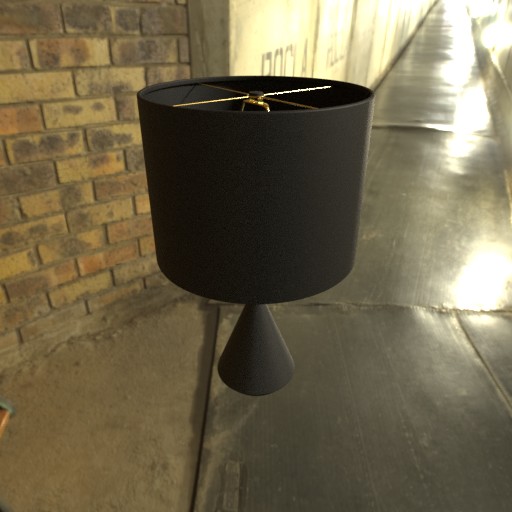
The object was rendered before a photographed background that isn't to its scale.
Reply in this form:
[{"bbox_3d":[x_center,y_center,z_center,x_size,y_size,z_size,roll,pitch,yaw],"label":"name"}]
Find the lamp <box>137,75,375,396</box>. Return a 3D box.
[{"bbox_3d":[0.000,0.000,0.823,0.359,0.584,0.359,-20,34,-32],"label":"lamp"}]
